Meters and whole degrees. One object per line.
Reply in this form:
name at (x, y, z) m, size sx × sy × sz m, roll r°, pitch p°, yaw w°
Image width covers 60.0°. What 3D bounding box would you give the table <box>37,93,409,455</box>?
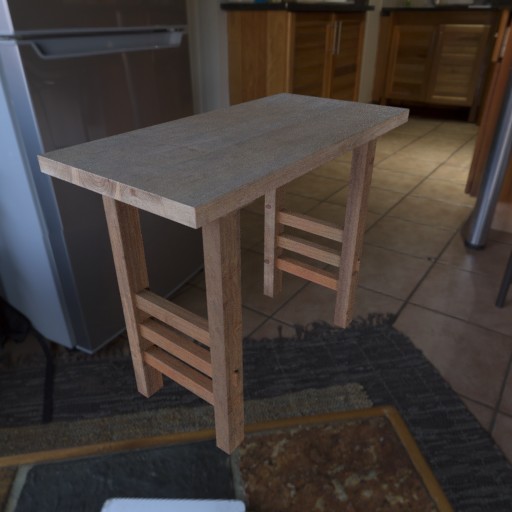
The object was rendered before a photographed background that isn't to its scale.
table at (0.000, 0.000, 1.599) m, size 0.556 × 0.914 × 1.119 m, roll 21°, pitch 36°, yaw 32°
